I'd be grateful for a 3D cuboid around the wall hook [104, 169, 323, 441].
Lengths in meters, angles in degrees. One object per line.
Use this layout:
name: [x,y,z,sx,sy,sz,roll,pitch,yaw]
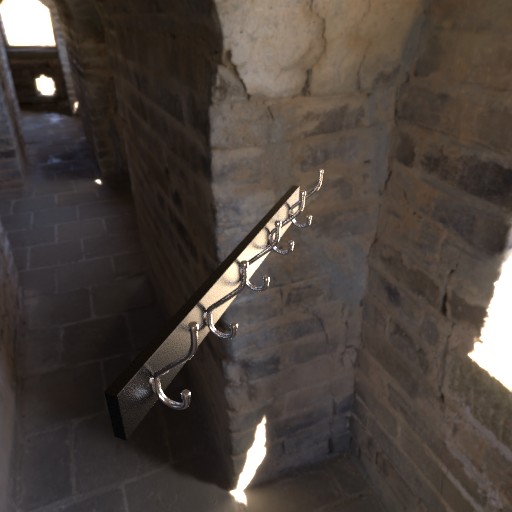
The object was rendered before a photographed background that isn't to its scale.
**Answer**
wall hook: [0.000,0.000,0.619,0.071,0.117,0.571,11,31,18]
